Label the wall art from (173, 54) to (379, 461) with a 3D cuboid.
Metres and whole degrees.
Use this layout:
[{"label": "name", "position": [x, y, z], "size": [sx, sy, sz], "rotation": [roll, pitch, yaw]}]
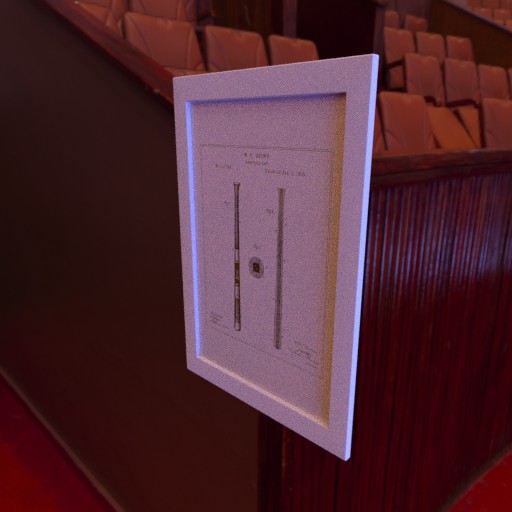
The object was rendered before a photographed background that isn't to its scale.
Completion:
[{"label": "wall art", "position": [0.000, 0.000, 0.614], "size": [0.329, 0.482, 0.011], "rotation": [15, 22, 41]}]
